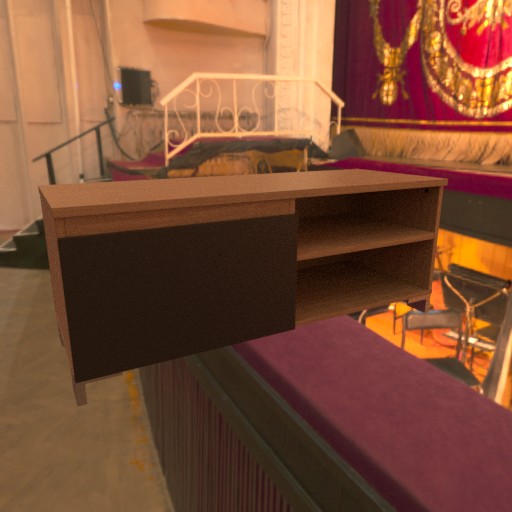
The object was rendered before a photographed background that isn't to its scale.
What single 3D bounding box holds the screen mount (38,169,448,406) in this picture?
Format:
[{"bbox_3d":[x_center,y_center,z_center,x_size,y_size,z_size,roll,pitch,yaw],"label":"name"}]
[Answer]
[{"bbox_3d":[0.000,0.000,1.300,1.084,0.432,0.406,-8,18,-27],"label":"screen mount"}]
